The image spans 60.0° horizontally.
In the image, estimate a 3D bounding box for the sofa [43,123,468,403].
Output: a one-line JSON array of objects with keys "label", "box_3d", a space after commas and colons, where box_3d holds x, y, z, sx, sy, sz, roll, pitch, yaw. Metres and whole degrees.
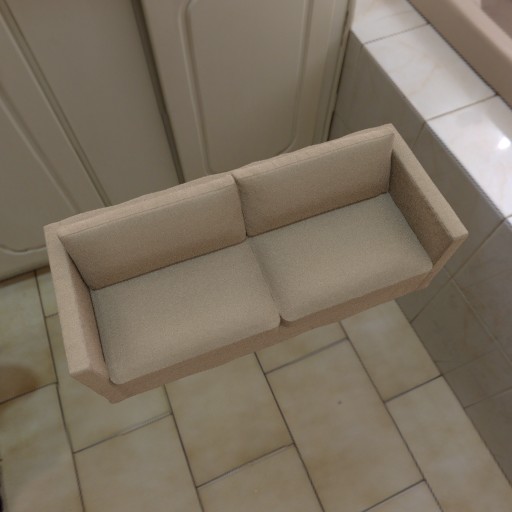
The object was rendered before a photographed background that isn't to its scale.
[{"label": "sofa", "box_3d": [0.000, 0.000, 2.789, 2.312, 0.853, 0.962, -18, 64, -10]}]
